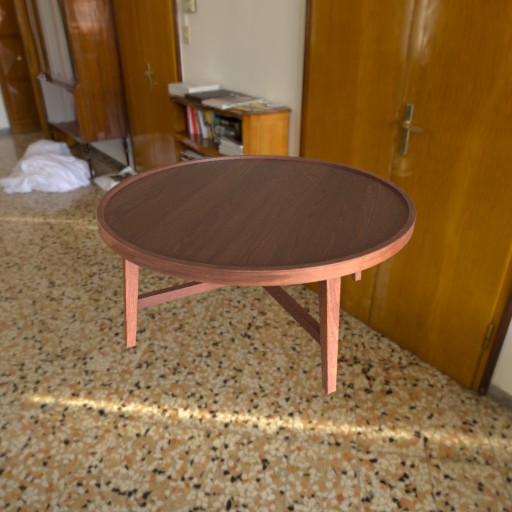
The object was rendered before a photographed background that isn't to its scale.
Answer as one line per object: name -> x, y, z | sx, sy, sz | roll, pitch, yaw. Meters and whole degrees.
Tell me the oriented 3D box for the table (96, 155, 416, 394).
table -> 0.000, 0.000, 1.245 | 0.800, 0.360, 0.800 | 0, 28, 0
